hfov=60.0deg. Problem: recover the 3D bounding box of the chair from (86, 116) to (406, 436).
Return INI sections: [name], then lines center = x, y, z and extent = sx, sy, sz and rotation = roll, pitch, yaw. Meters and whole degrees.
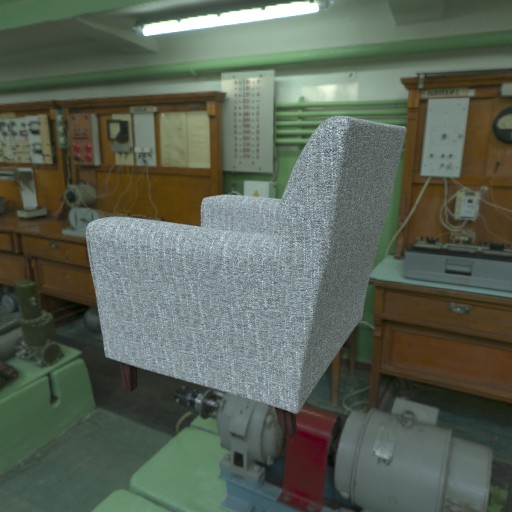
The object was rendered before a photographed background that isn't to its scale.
[chair]
center = 0.000, 0.000, 1.629
extent = 0.873, 0.928, 0.864
rotation = 7, 16, 25
